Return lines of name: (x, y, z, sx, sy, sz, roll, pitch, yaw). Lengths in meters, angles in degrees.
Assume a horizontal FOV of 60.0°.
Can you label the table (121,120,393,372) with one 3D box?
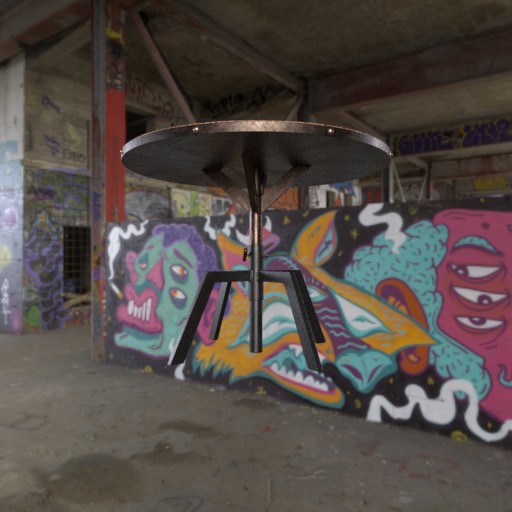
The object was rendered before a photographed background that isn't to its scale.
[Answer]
table: (0.000, 0.000, 1.519, 0.885, 0.658, 0.885, 0, 0, 0)
